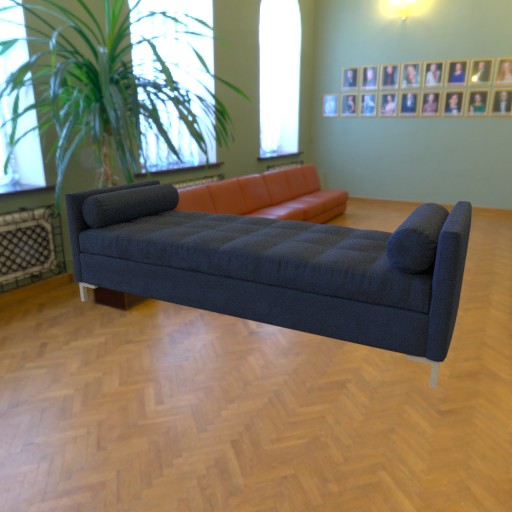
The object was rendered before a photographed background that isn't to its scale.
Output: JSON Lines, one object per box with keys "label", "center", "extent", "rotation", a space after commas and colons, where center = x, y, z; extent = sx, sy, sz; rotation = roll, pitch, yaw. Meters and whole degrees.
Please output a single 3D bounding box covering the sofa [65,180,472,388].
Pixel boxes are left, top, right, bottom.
{"label": "sofa", "center": [0.000, 0.000, 2.476], "extent": [2.102, 0.657, 0.797], "rotation": [8, 18, 26]}
